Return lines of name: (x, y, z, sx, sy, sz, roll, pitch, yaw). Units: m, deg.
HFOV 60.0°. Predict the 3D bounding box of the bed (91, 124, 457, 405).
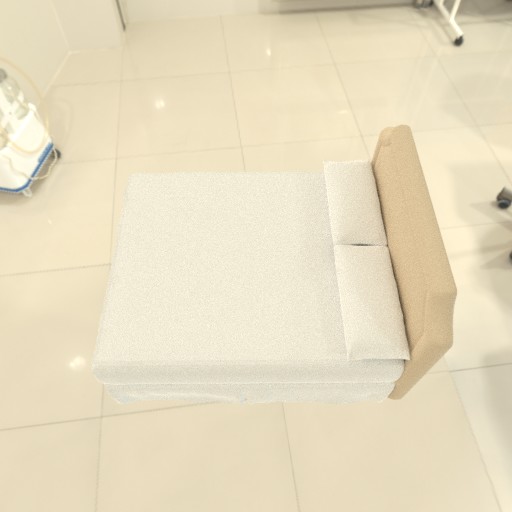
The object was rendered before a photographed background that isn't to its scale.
bed: (0.000, 0.000, 3.810, 2.548, 1.524, 2.134, 0, 57, 0)
